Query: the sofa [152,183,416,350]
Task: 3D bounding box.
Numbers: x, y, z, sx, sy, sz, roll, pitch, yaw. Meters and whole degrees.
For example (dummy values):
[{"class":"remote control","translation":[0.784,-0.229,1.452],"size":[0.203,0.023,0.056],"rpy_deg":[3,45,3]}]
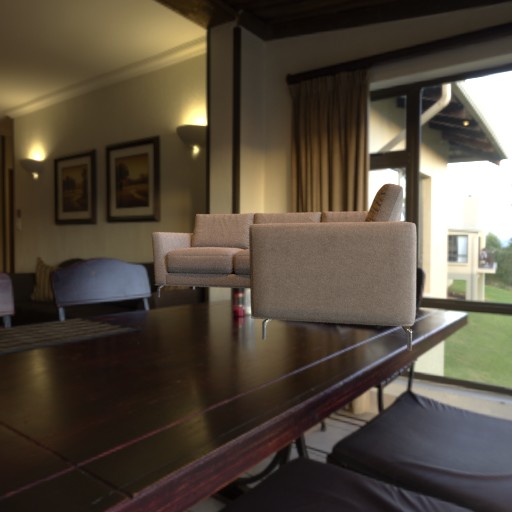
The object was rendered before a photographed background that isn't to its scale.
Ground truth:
[{"class":"sofa","translation":[0.000,0.000,3.685],"size":[2.438,0.864,2.438],"rpy_deg":[1,2,18]}]
